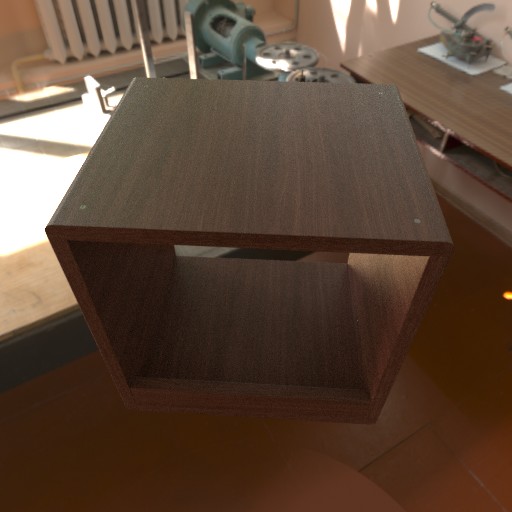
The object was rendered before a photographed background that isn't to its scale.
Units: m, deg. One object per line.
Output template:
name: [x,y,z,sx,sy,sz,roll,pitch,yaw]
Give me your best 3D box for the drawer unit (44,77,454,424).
drawer unit: [0.000,0.000,0.597,0.349,0.351,0.290,3,46,3]
